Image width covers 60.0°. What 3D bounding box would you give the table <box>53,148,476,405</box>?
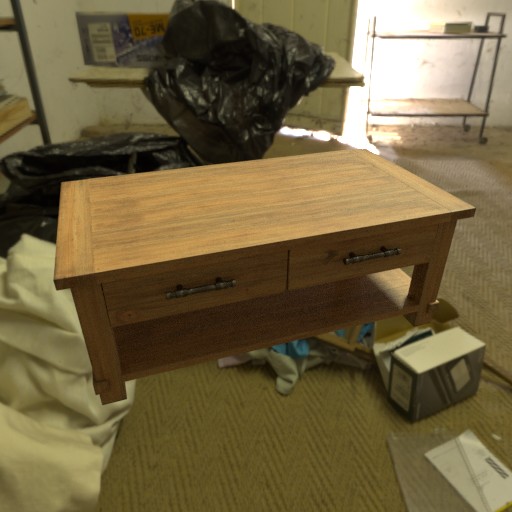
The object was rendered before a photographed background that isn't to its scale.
[{"bbox_3d":[0.000,0.000,1.646,1.270,0.494,0.693,-10,32,-16],"label":"table"}]
